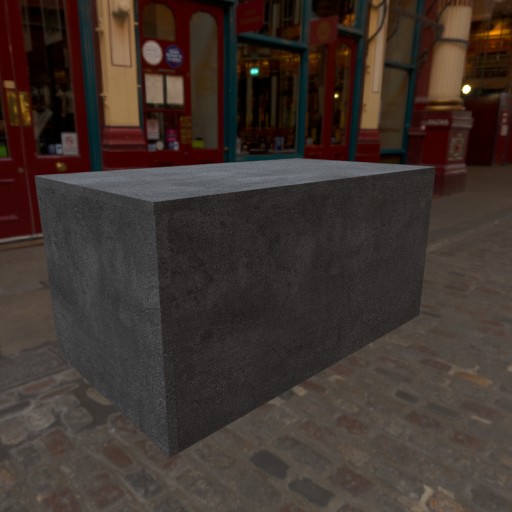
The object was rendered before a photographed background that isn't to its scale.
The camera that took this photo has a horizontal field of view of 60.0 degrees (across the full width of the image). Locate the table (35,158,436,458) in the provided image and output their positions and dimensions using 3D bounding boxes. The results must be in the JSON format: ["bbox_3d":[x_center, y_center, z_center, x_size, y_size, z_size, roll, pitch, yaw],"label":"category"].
[{"bbox_3d":[0.000,0.000,0.923,0.700,0.350,0.400,-15,22,-41],"label":"table"}]
